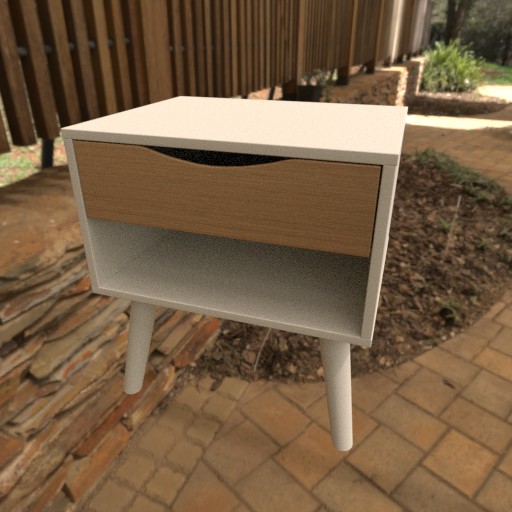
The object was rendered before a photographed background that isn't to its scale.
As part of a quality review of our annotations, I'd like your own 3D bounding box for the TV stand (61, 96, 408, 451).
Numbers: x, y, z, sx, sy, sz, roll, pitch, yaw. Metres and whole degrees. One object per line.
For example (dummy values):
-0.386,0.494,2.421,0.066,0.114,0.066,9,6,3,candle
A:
0.000,0.000,0.917,0.508,0.559,0.405,9,28,16,TV stand
